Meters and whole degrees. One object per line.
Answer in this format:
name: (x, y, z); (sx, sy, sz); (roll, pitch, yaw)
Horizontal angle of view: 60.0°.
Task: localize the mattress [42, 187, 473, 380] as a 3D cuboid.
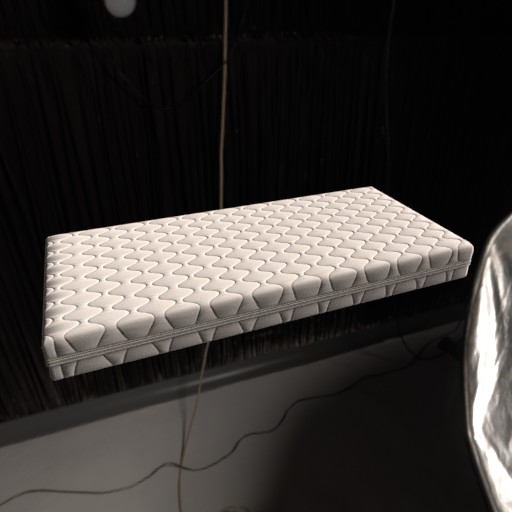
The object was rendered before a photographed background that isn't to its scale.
mattress: (0.000, 0.000, 2.286); (2.000, 0.200, 0.900); (-11, 31, -19)
